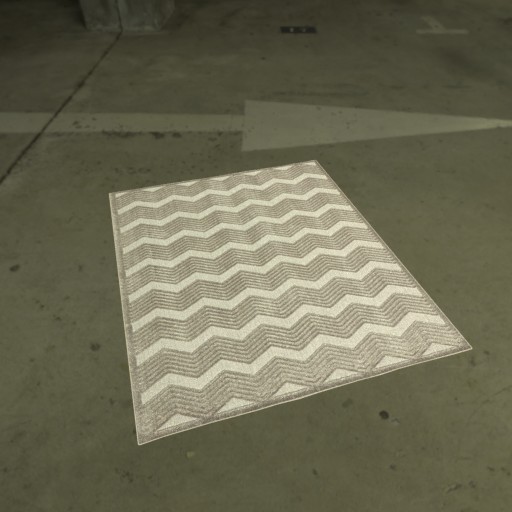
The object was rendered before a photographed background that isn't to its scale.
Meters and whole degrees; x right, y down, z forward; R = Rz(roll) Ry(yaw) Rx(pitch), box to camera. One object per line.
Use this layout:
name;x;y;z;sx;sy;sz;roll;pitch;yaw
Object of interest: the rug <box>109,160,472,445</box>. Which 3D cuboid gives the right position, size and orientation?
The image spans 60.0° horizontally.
rug;0.000;0.000;3.974;2.391;0.005;2.880;-12;43;-13
